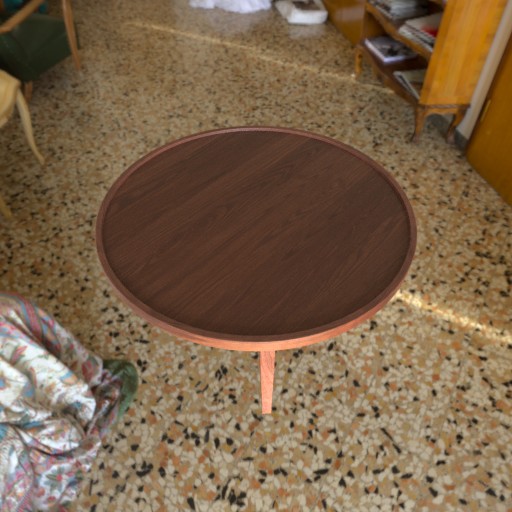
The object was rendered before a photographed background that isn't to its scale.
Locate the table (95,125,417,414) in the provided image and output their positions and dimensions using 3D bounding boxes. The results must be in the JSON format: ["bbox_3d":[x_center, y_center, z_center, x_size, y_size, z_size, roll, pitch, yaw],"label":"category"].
[{"bbox_3d":[0.000,0.000,1.262,0.800,0.360,0.800,0,47,0],"label":"table"}]
